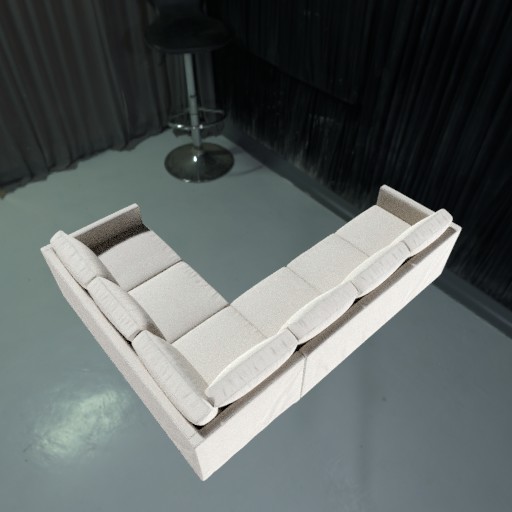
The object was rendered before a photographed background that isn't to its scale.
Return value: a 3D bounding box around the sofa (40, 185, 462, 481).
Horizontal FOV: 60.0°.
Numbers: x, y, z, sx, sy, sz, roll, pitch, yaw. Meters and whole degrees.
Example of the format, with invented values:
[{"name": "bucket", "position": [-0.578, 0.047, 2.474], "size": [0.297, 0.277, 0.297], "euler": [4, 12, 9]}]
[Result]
[{"name": "sofa", "position": [0.000, 0.000, 4.351], "size": [3.182, 0.871, 2.432], "euler": [-32, 54, -27]}]
